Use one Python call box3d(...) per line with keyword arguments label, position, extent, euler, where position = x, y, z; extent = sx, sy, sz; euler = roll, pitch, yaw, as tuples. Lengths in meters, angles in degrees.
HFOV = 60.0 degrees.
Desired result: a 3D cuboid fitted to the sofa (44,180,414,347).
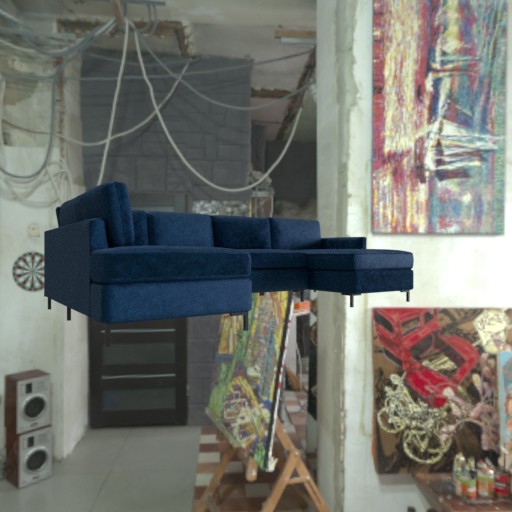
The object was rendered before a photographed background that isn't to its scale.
box3d(label="sofa", position=(0.000, 0.000, 4.230), extent=(3.434, 0.992, 2.055), euler=(0, 0, -34))
